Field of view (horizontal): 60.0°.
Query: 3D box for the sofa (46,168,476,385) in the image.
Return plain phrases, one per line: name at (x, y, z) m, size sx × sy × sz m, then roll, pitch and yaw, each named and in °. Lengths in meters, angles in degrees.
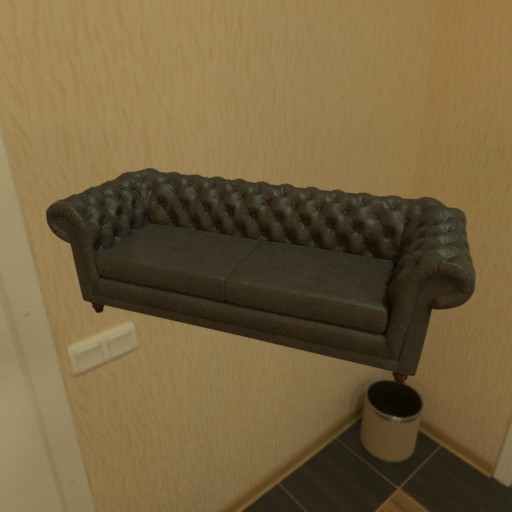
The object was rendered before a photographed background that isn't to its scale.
sofa at (0.000, 0.000, 2.791) m, size 2.385 × 0.783 × 0.944 m, roll 9°, pitch 28°, yaw 18°
